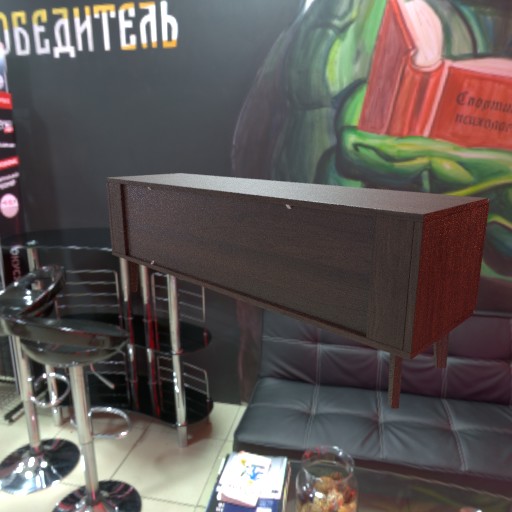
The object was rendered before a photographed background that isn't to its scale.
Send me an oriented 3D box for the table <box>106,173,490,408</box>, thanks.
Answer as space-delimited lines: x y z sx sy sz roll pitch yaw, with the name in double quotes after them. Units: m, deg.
0.000 0.000 1.607 1.397 0.508 0.405 14 20 43 "table"
